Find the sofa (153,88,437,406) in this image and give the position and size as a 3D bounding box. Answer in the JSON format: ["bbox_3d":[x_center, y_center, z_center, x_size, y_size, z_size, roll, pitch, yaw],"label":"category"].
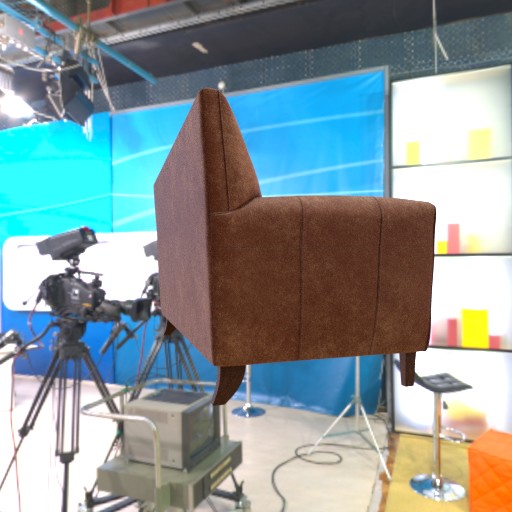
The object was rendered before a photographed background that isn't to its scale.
[{"bbox_3d":[0.000,0.000,1.985,0.787,0.871,1.473,0,-1,-18],"label":"sofa"}]
